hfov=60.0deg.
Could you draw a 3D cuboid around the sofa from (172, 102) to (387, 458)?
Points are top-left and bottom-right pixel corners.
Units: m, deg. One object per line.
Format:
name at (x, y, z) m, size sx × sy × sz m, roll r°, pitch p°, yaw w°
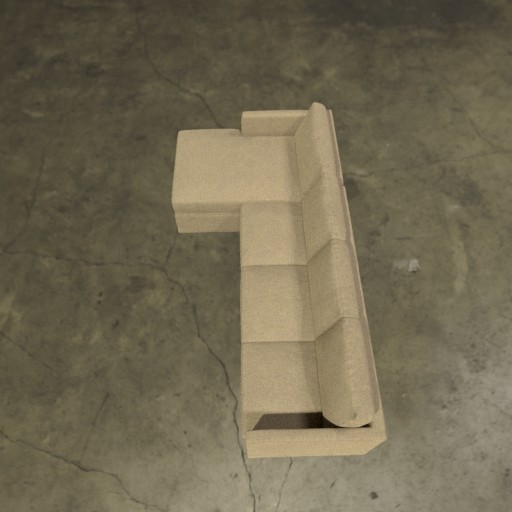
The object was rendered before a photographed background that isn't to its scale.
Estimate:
sofa at (0.000, 0.000, 3.927) m, size 1.638 × 0.920 × 3.198 m, roll -1°, pitch 58°, yaw -1°
